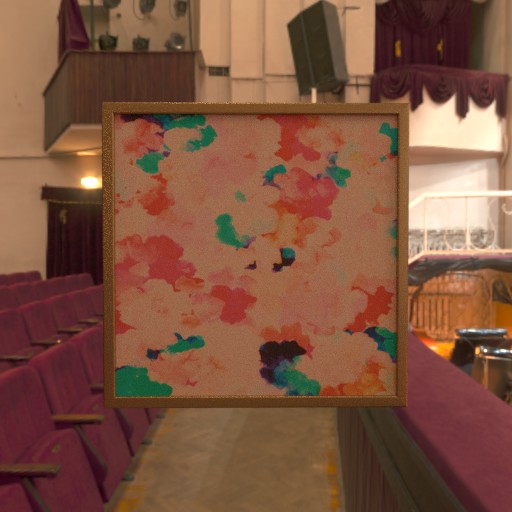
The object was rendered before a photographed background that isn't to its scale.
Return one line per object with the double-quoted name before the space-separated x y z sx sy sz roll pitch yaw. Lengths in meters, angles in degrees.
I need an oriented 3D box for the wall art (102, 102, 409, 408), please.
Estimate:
"wall art" 0.000 0.000 1.129 0.767 0.765 0.036 0 1 -1
